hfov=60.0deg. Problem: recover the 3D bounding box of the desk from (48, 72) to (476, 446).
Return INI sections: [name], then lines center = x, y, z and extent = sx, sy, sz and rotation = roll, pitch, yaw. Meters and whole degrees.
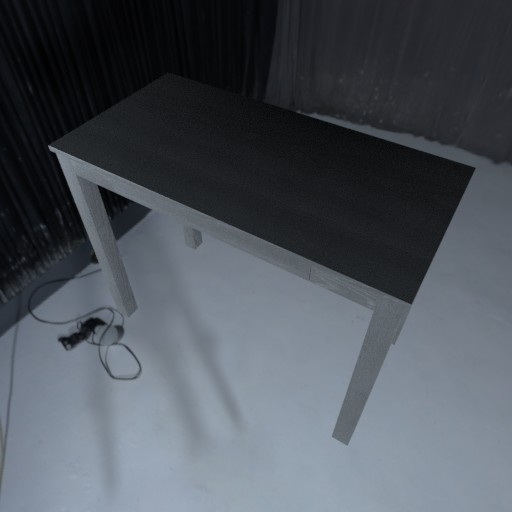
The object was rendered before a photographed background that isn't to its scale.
[desk]
center = 0.000, 0.000, 1.425
extent = 0.991, 0.762, 0.499
rotation = 25, 52, 21
